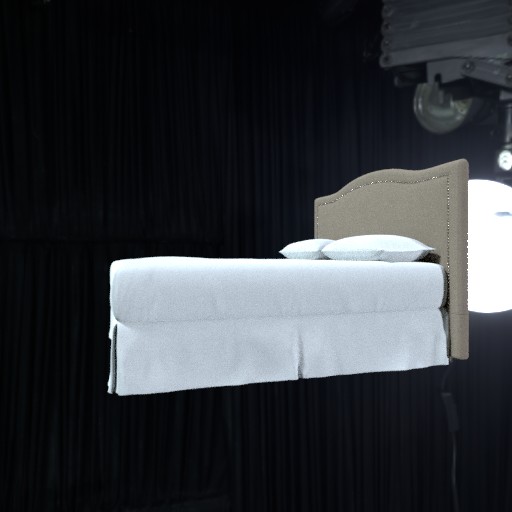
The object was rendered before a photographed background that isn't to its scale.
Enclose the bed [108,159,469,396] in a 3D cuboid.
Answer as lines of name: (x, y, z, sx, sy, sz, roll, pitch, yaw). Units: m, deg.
bed: (0.000, 0.000, 3.457, 2.182, 1.421, 2.083, 0, 0, -18)
